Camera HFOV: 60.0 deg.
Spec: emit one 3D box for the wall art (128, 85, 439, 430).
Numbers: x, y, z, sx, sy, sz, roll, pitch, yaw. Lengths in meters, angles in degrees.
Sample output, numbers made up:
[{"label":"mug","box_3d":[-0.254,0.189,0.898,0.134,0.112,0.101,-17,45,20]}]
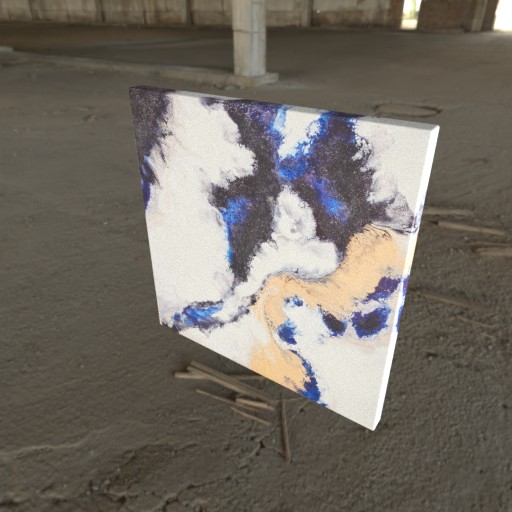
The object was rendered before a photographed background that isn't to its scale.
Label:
[{"label":"wall art","box_3d":[0.000,0.000,0.916,0.609,0.609,0.039,19,35,30]}]
